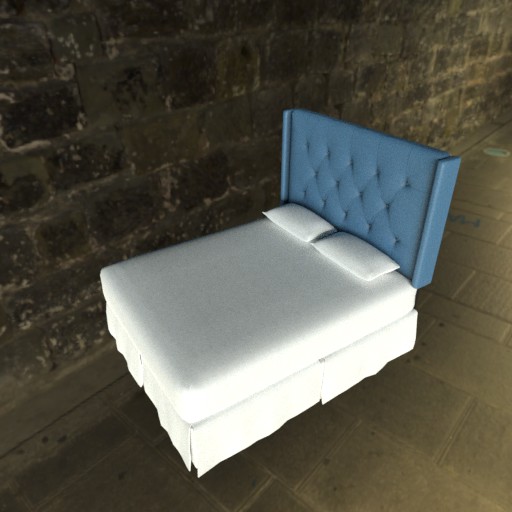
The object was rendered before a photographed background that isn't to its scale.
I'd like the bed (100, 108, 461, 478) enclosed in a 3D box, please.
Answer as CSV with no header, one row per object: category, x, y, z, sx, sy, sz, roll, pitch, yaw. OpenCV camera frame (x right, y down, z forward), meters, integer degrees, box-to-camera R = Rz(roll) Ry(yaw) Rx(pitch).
bed,0.000,0.000,3.370,2.078,1.665,1.719,-19,36,-28
